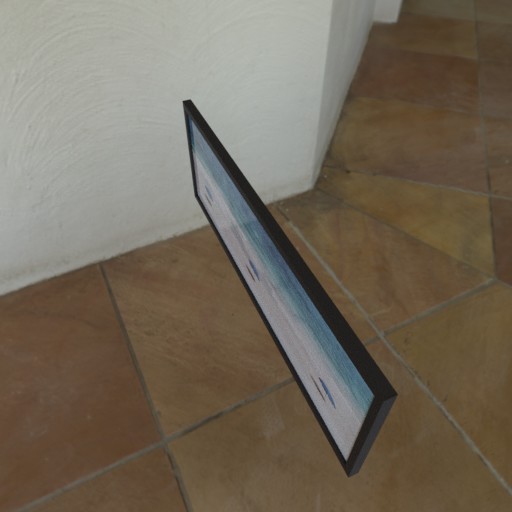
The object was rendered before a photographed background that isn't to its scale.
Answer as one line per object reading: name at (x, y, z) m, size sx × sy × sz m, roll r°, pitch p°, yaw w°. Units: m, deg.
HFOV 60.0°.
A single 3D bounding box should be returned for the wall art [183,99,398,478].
wall art at (0.000, 0.000, 1.734) m, size 0.041 × 0.554 × 1.572 m, roll -18°, pitch 49°, yaw -16°
